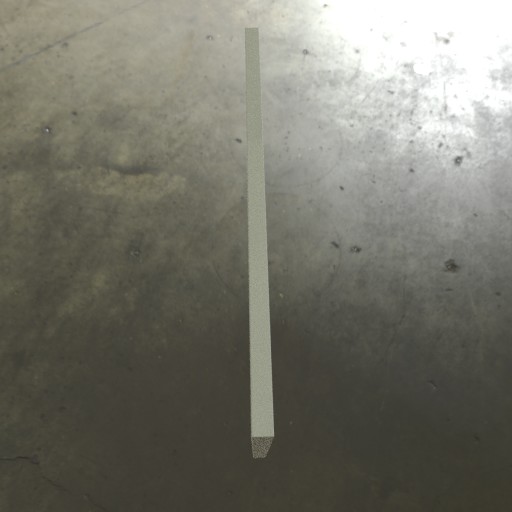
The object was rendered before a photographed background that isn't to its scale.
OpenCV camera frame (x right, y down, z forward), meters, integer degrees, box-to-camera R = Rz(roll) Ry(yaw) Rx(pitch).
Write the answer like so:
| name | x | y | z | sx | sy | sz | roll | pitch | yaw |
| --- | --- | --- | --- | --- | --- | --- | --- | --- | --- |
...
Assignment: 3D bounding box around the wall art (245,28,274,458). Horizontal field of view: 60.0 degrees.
| name | x | y | z | sx | sy | sz | roll | pitch | yaw |
| --- | --- | --- | --- | --- | --- | --- | --- | --- | --- |
| wall art | 0.000 | 0.000 | 1.124 | 0.033 | 0.617 | 0.906 | -1 | 63 | -1 |
